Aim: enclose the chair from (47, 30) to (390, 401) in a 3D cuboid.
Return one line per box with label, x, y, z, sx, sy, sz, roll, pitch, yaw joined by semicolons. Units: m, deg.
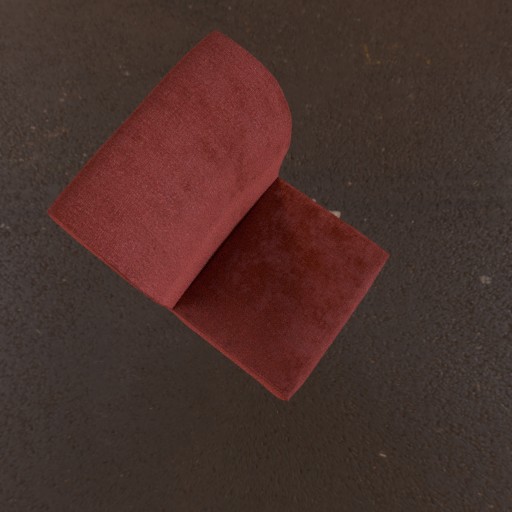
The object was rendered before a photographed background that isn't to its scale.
chair;0.000;0.000;1.241;0.640;0.846;0.538;37;78;9
